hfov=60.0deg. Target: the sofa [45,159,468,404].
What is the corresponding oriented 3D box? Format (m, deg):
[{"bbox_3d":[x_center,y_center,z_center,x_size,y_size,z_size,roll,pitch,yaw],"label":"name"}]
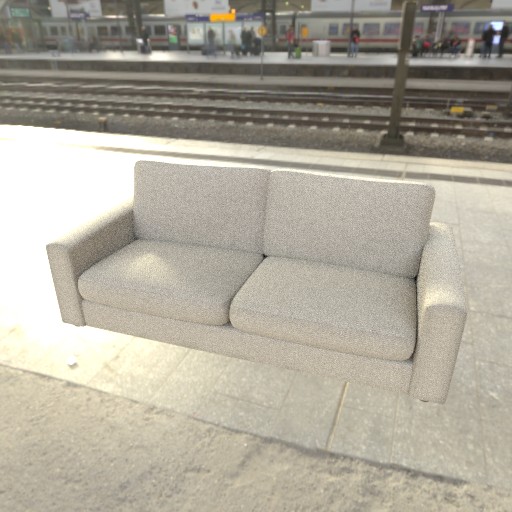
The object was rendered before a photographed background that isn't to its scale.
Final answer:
[{"bbox_3d":[0.000,0.000,2.602,2.179,0.873,1.016,8,28,16],"label":"sofa"}]
